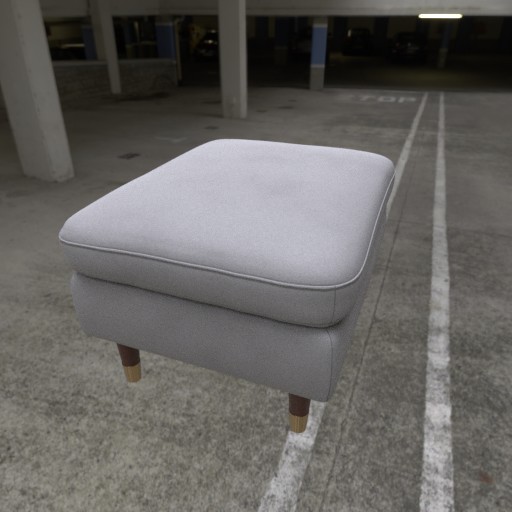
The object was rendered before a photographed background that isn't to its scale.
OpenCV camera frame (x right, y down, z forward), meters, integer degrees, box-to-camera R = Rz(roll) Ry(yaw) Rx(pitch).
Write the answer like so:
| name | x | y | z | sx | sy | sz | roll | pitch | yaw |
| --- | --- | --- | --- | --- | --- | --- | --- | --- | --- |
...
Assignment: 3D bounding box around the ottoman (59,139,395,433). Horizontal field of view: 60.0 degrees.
| name | x | y | z | sx | sy | sz | roll | pitch | yaw |
| --- | --- | --- | --- | --- | --- | --- | --- | --- | --- |
| ottoman | 0.000 | 0.000 | 1.137 | 0.593 | 0.478 | 0.747 | 10 | 31 | 18 |
